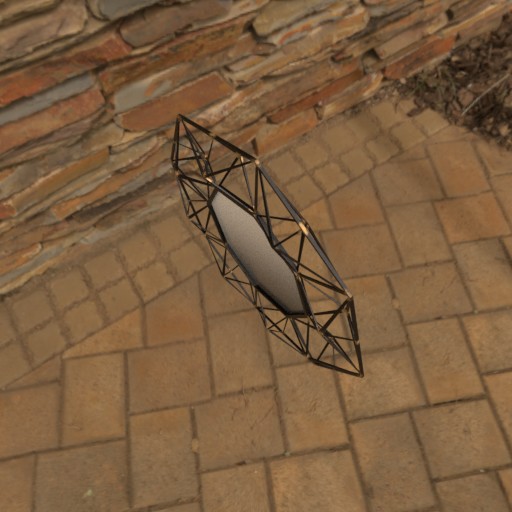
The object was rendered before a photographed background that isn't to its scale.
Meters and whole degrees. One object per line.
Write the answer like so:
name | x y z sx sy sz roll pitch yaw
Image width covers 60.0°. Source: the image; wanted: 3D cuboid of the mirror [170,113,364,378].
mirror | 0.000 0.000 1.035 0.094 0.710 0.710 -36 69 -16
